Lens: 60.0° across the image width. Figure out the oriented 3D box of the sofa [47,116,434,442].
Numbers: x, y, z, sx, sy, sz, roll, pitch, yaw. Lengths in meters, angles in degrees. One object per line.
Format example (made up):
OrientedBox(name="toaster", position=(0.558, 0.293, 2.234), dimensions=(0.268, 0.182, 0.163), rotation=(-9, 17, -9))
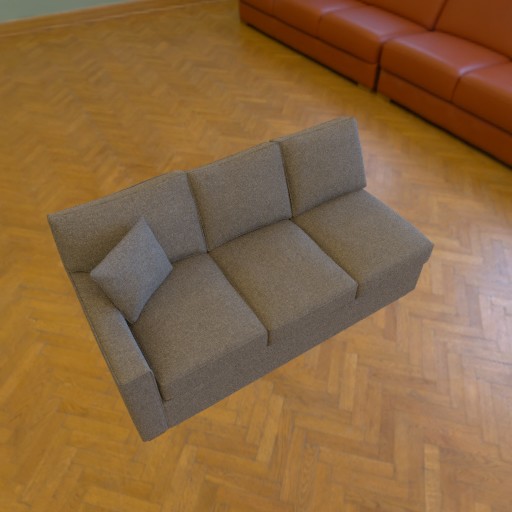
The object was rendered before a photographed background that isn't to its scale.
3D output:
OrientedBox(name="sofa", position=(0.000, 0.000, 2.603), dimensions=(1.963, 0.946, 1.034), rotation=(-24, 50, -22))
